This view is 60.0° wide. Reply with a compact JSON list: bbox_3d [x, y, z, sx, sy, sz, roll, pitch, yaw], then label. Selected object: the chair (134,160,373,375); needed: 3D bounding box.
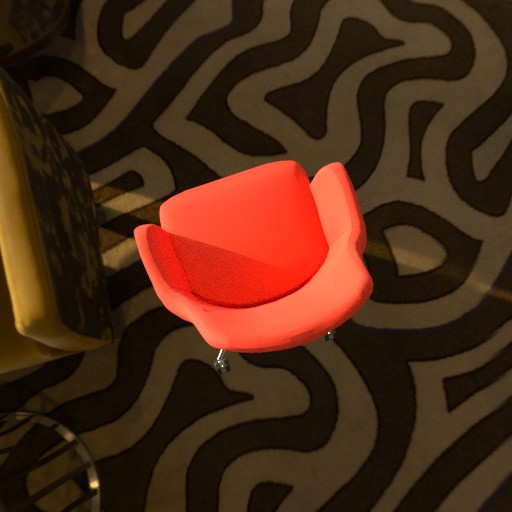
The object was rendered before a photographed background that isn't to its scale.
[{"bbox_3d":[0.000,0.000,1.296,0.655,0.820,0.600,-19,77,-4],"label":"chair"}]
